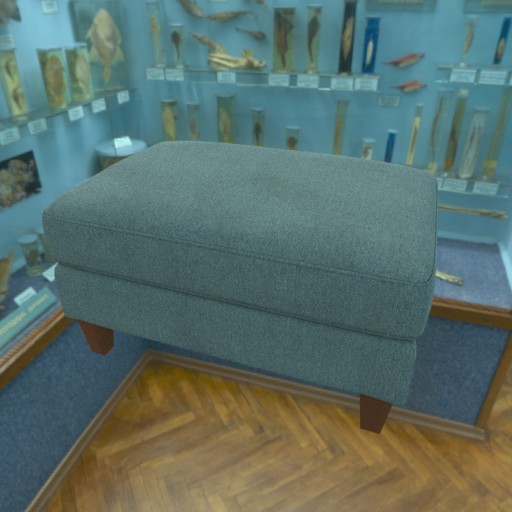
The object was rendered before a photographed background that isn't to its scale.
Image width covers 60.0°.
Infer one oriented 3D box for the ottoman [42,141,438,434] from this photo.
[{"bbox_3d":[0.000,0.000,1.179,0.864,0.483,0.584,11,33,17],"label":"ottoman"}]
